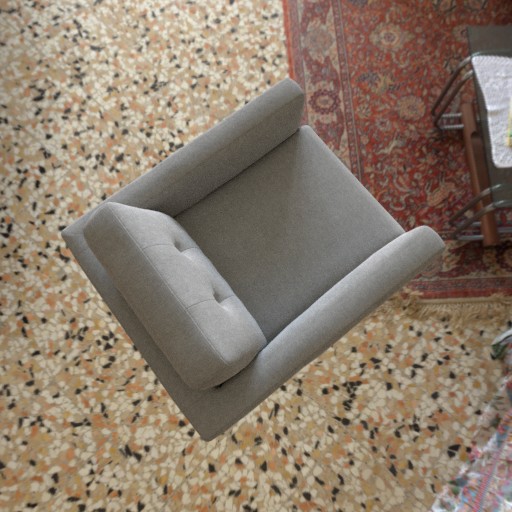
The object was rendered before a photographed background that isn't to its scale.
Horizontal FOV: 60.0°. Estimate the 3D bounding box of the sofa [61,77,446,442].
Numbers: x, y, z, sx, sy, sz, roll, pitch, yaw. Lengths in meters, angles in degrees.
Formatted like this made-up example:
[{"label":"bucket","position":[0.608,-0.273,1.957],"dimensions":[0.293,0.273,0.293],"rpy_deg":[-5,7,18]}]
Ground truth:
[{"label":"sofa","position":[0.000,0.000,1.517],"dimensions":[0.920,0.860,0.770],"rpy_deg":[-37,78,-9]}]
